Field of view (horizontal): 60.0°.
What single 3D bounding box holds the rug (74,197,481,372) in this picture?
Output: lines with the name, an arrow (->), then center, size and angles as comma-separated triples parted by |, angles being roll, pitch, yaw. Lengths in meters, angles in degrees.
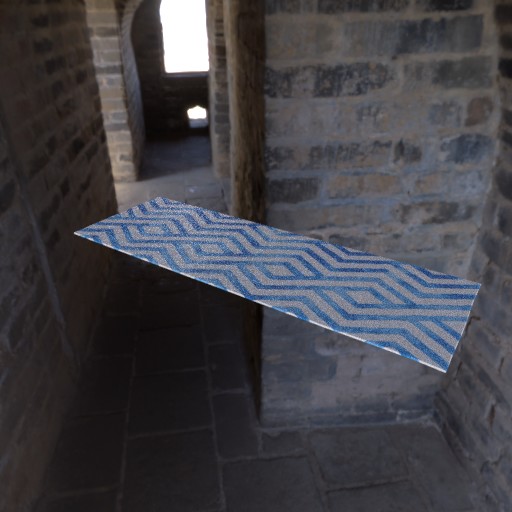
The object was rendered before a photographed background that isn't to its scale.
rug -> 0.000, 0.000, 1.672 | 1.492, 0.007, 0.503 | 17, 33, 29
